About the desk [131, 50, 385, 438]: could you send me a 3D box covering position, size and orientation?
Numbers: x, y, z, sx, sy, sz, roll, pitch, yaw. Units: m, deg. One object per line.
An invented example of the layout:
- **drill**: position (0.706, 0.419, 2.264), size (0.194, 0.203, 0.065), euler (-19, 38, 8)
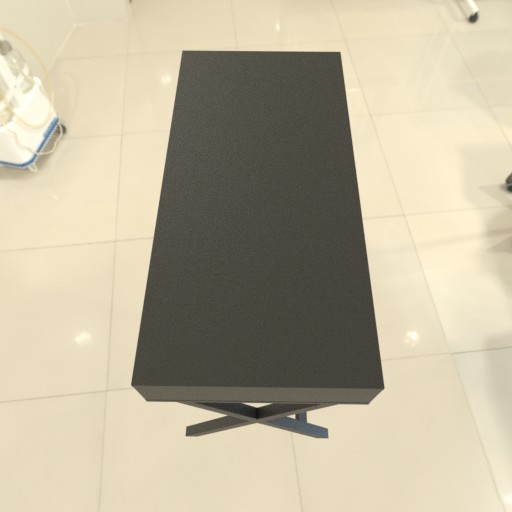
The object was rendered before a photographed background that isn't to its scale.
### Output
- **desk**: position (0.000, 0.000, 1.483), size (0.525, 0.780, 1.057), euler (1, 60, 0)
